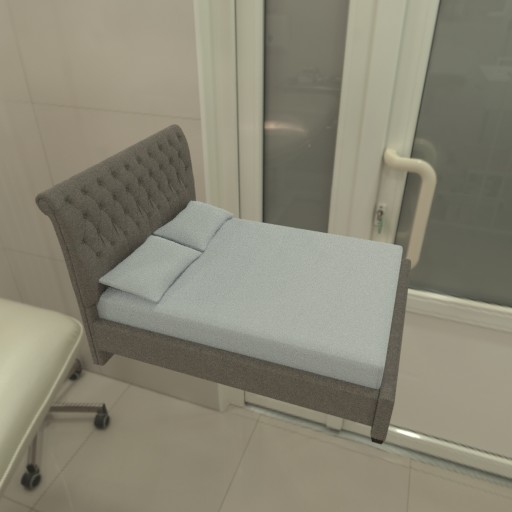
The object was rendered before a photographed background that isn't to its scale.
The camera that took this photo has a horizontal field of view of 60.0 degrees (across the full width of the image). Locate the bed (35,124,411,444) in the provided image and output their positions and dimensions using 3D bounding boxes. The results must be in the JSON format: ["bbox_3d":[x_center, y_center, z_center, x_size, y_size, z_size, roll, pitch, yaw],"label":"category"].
[{"bbox_3d":[0.000,0.000,3.333,2.252,1.371,1.645,11,33,17],"label":"bed"}]
